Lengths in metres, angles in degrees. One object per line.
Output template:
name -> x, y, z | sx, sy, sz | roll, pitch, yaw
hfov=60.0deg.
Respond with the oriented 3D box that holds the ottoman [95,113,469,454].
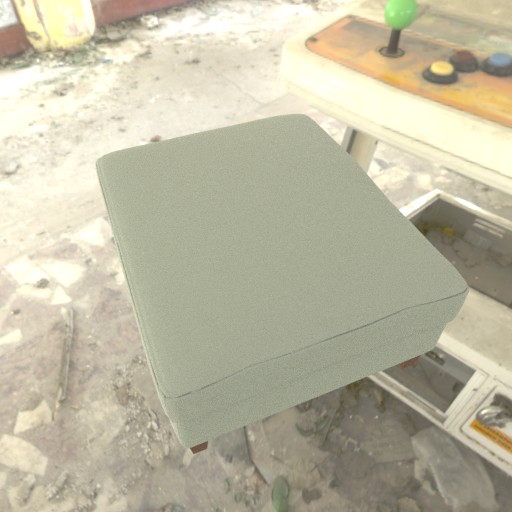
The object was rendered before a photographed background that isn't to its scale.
ottoman -> 0.000, 0.000, 1.489 | 0.842, 0.494, 0.991 | -17, 49, -15
